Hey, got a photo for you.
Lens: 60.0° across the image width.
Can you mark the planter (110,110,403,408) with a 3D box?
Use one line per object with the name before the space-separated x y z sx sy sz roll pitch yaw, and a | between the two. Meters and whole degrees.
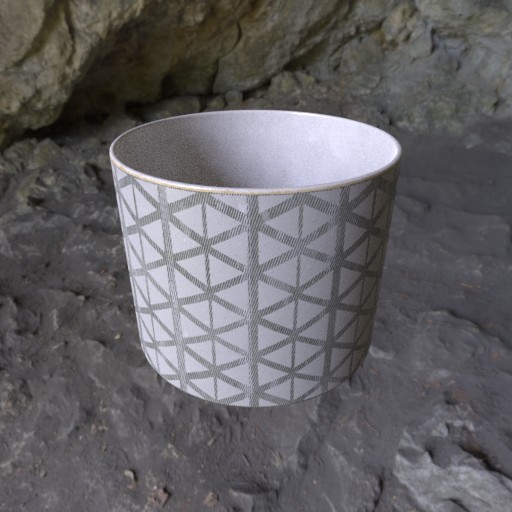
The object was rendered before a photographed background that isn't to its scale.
planter | 0.000 0.000 0.343 0.190 0.181 0.190 0 30 0
